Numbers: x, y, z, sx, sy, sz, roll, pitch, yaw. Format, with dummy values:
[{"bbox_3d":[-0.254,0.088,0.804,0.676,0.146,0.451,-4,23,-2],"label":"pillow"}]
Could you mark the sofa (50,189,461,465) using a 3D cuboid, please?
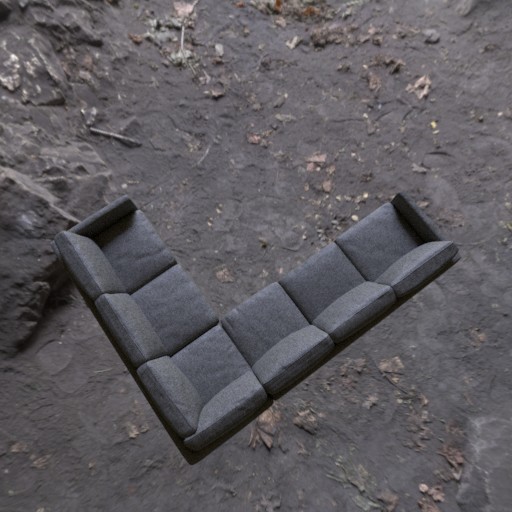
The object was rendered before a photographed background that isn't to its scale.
[{"bbox_3d":[0.000,0.000,4.642,3.302,0.947,2.593,-35,78,-9],"label":"sofa"}]
